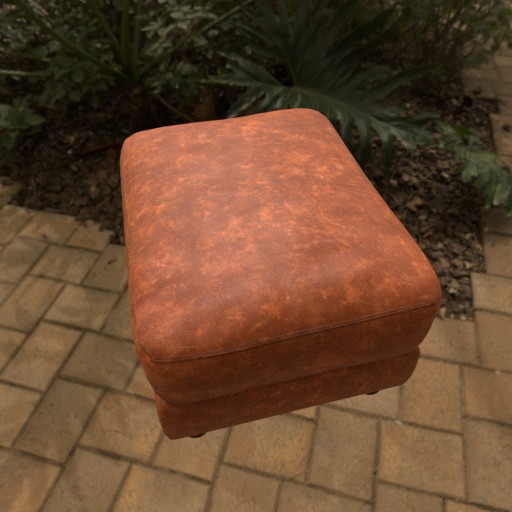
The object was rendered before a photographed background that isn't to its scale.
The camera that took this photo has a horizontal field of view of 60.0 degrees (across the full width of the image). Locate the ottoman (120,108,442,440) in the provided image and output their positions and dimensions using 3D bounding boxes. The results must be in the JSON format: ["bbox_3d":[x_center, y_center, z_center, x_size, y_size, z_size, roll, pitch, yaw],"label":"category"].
[{"bbox_3d":[0.000,0.000,1.236,0.657,0.562,0.832,-10,47,-10],"label":"ottoman"}]
